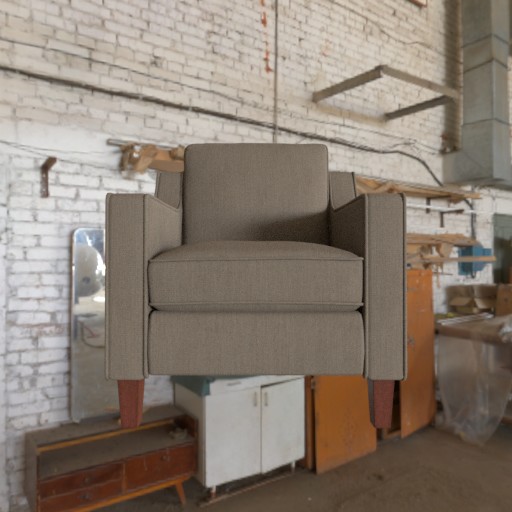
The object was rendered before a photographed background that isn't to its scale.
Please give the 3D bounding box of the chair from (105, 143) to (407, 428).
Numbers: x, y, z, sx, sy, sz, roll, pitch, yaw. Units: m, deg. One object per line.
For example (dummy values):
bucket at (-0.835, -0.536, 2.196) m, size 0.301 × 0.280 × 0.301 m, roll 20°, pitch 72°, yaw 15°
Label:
chair at (0.000, 0.000, 1.641) m, size 0.831 × 0.960 × 0.909 m, roll 0°, pitch 0°, yaw 0°
